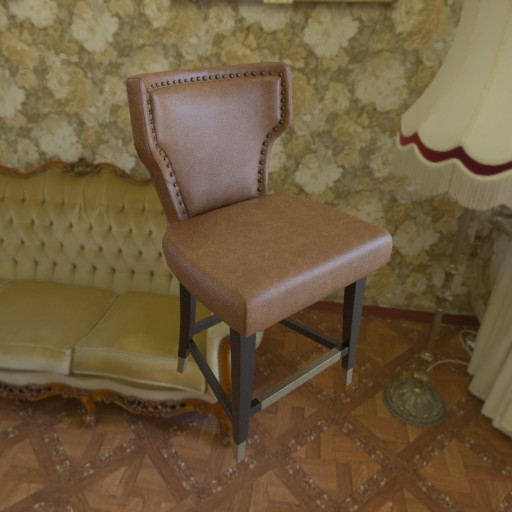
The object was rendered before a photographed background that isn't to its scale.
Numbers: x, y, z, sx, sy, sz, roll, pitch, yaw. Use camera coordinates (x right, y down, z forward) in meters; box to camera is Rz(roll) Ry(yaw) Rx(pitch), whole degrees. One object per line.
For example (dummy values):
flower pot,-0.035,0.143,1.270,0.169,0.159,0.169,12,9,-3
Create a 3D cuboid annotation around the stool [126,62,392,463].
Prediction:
stool,0.000,0.000,1.284,0.526,0.982,0.563,-22,36,-33
